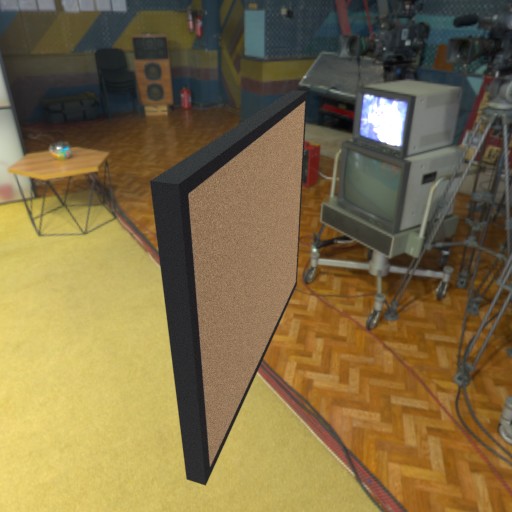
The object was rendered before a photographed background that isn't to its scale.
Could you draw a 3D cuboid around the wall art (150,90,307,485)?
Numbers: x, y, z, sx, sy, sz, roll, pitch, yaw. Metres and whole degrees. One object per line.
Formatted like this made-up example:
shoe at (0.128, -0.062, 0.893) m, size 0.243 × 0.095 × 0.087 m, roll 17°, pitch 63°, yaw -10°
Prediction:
wall art at (0.000, 0.000, 0.758) m, size 0.030 × 0.454 × 0.554 m, roll 9°, pitch 31°, yaw 16°
